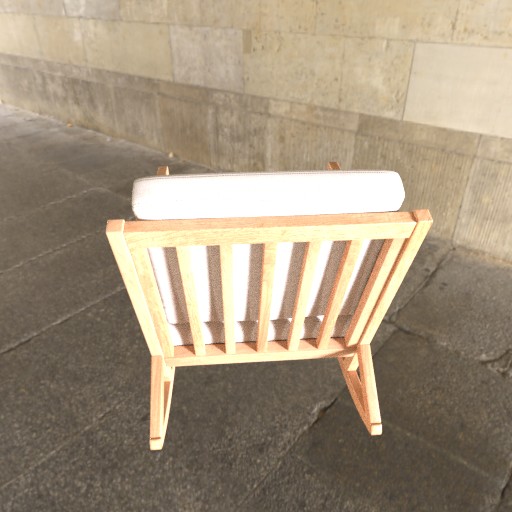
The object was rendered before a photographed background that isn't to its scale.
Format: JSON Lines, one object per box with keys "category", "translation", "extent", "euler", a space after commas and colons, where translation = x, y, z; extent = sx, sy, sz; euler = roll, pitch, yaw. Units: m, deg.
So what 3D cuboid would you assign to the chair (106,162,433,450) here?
{"category": "chair", "translation": [0.000, 0.000, 1.369], "extent": [0.622, 0.790, 0.857], "euler": [-2, 31, -4]}
